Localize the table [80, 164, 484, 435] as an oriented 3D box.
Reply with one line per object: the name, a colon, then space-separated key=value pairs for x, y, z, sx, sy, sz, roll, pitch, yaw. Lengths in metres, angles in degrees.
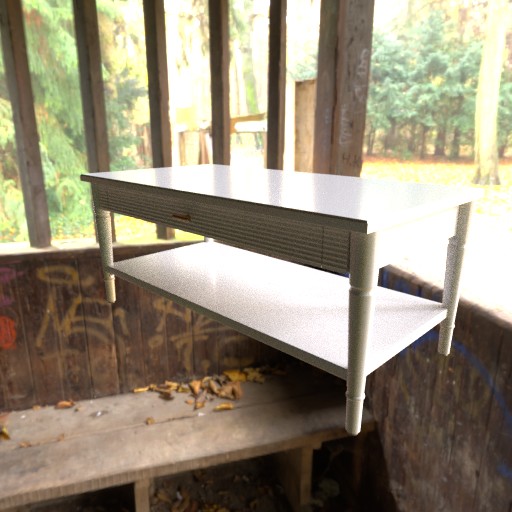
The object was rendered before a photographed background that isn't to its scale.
table: x=0.000 y=0.000 z=1.348 sx=1.067 sy=0.457 sz=0.559 roll=15 pitch=22 yaw=42
